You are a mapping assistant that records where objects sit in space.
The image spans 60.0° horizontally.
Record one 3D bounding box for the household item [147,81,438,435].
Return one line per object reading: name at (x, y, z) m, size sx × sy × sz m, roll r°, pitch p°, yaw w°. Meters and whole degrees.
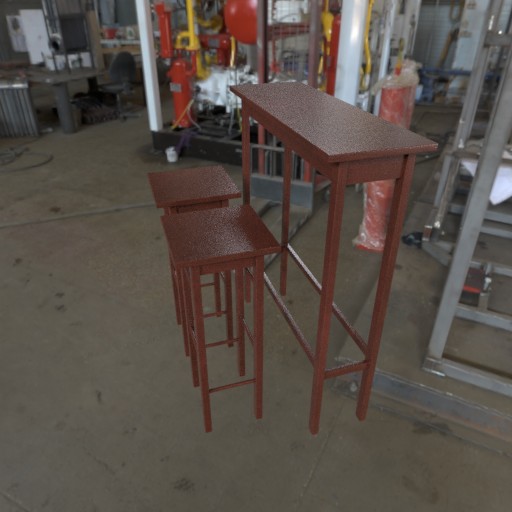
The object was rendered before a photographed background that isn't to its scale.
household item at (0.000, 0.000, 1.680) m, size 0.676 × 1.067 × 0.914 m, roll -9°, pitch 32°, yaw -15°
